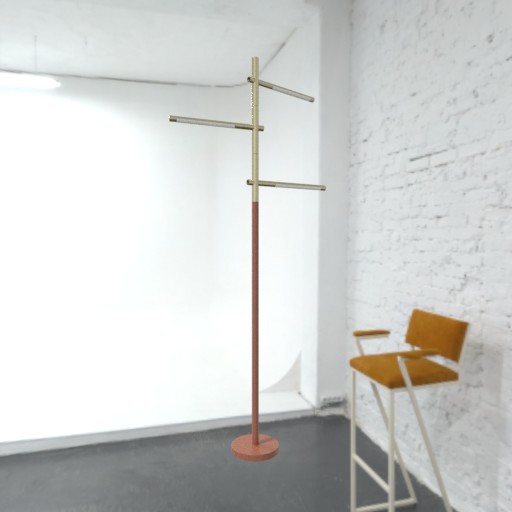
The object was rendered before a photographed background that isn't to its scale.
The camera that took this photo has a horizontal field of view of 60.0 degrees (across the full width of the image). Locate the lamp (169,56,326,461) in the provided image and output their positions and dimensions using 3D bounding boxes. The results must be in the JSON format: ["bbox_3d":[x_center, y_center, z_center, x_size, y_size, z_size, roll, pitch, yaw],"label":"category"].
[{"bbox_3d":[0.000,0.000,1.929,0.737,1.704,0.209,-1,2,-36],"label":"lamp"}]
